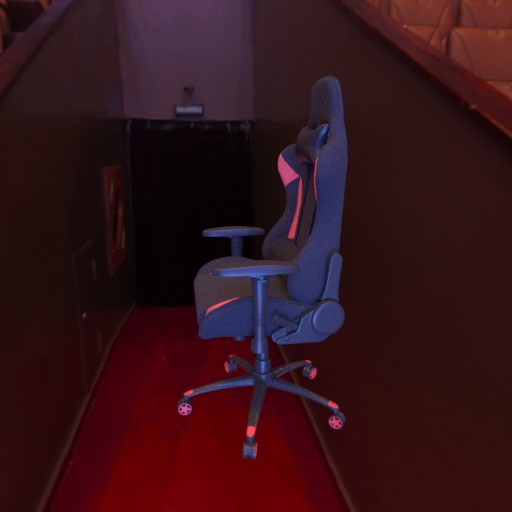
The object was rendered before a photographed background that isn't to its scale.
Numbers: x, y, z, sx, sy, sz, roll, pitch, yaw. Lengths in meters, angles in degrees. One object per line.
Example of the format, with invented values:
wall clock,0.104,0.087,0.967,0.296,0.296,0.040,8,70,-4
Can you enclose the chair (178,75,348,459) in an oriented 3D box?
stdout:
chair,0.000,0.000,1.741,0.658,1.326,0.695,-2,14,-9
